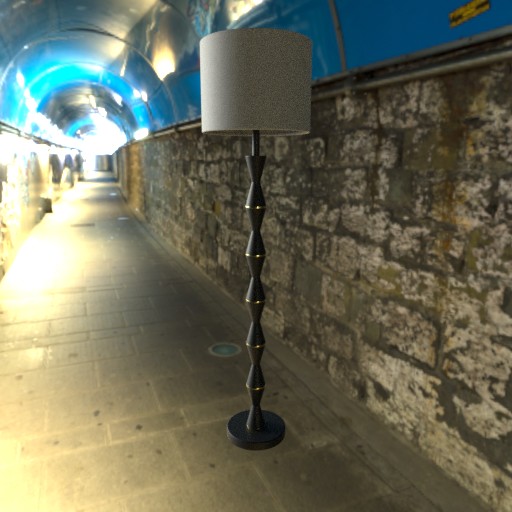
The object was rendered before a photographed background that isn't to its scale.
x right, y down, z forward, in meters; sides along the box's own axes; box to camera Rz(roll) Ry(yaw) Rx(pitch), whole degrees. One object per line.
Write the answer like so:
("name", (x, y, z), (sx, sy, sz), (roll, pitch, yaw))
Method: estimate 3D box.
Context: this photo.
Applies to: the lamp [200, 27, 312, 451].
("lamp", (0.000, 0.000, 1.667), (0.381, 1.480, 0.381), (-2, 12, -9))
